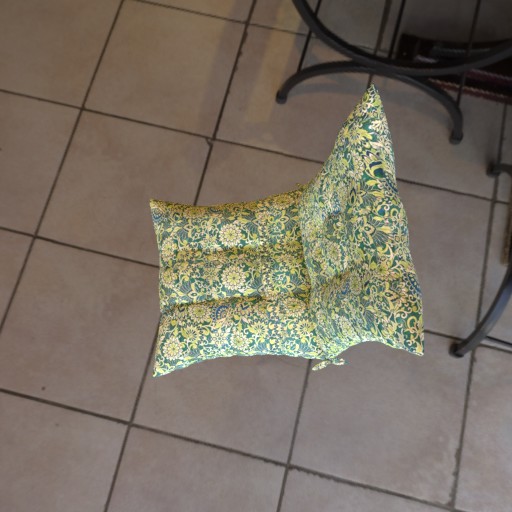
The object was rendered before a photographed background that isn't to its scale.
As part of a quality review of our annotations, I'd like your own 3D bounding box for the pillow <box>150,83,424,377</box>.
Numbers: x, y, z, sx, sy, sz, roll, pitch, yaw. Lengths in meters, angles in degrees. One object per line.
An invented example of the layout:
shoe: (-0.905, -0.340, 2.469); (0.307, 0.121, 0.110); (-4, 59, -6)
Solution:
pillow: (0.000, 0.000, 1.022); (0.585, 0.536, 0.541); (-5, 76, -1)
